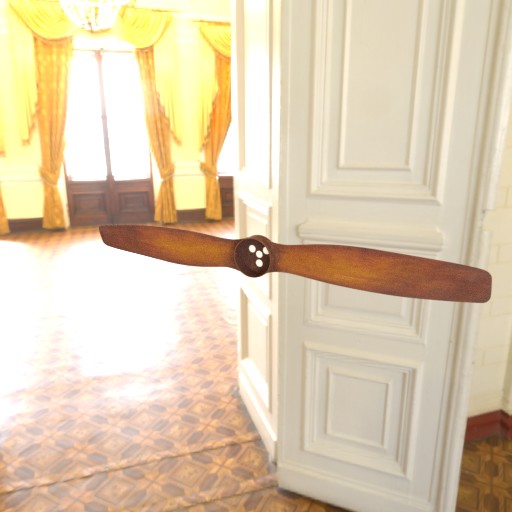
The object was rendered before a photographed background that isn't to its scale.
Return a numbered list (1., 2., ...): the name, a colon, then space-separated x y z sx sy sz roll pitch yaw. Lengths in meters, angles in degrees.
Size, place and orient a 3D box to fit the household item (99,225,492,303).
1. household item: 0.000 0.000 1.246 1.181 0.121 0.051 8 18 26
